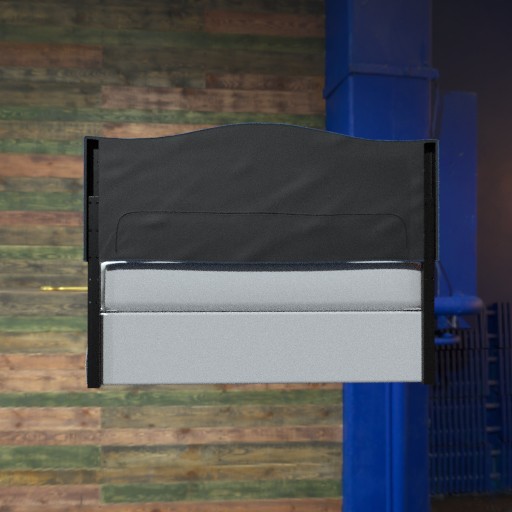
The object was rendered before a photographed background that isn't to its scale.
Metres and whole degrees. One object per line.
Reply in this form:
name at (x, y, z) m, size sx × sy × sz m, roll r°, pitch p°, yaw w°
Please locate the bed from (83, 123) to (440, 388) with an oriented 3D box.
bed at (0.000, 0.000, 2.880) m, size 1.610 × 1.169 × 1.872 m, roll 0°, pitch 0°, yaw -2°
